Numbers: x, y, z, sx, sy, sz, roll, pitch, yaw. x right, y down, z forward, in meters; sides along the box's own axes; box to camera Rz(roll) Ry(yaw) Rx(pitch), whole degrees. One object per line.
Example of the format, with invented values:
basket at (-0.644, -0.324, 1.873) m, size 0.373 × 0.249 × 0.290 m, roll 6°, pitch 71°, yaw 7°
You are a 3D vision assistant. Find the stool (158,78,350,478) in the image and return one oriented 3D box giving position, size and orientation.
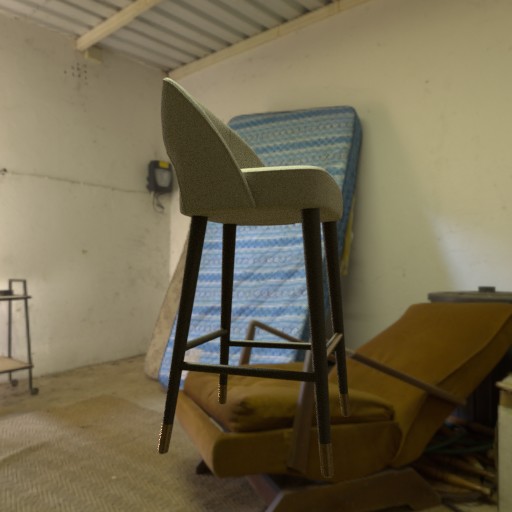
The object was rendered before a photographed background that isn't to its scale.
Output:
stool at (0.000, 0.000, 1.319) m, size 0.509 × 1.037 × 0.494 m, roll 0°, pitch -1°, yaw 17°
